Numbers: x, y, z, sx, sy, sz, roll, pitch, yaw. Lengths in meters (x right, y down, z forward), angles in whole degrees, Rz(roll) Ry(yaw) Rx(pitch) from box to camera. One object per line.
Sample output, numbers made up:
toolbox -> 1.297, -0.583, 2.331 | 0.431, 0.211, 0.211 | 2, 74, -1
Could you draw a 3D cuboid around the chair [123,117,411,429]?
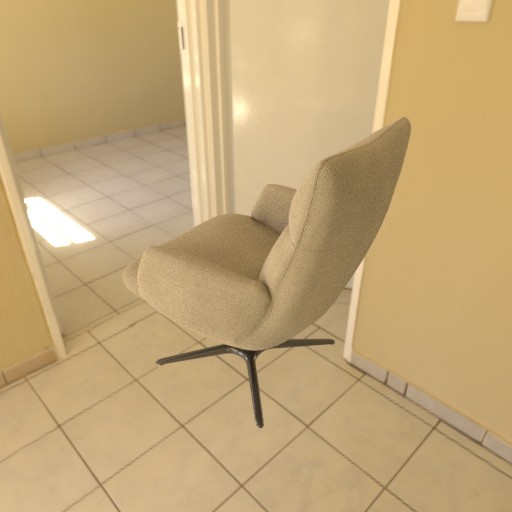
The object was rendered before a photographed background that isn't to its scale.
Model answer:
chair -> 0.000, 0.000, 1.626 | 0.889, 1.016, 0.711 | 21, 37, 31
